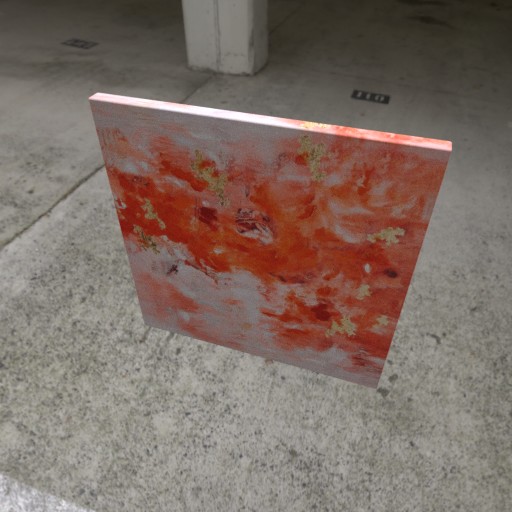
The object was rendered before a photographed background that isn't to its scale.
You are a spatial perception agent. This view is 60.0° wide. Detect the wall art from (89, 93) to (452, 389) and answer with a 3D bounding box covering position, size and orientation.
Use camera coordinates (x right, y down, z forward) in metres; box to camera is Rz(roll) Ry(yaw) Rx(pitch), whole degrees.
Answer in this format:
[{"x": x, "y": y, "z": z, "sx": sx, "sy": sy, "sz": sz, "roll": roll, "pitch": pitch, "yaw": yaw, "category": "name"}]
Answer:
[{"x": 0.000, "y": 0.000, "z": 1.132, "sx": 0.747, "sy": 0.746, "sz": 0.064, "roll": 12, "pitch": 42, "yaw": 14, "category": "wall art"}]
